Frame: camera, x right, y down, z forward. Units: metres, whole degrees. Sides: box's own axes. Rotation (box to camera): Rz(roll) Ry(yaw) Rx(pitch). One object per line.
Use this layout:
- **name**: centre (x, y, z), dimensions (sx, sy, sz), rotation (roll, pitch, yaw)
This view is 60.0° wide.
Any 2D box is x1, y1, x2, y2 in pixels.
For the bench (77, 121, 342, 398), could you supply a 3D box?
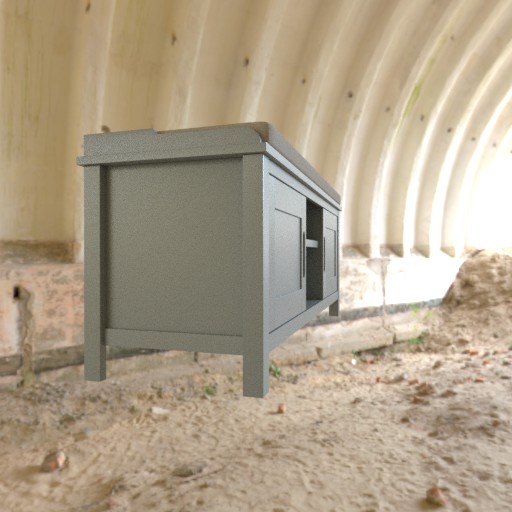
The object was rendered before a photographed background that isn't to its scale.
- **bench**: centre (0.000, 0.000, 1.377), dimensions (0.398, 0.501, 1.140), rotation (0, 0, 18)
